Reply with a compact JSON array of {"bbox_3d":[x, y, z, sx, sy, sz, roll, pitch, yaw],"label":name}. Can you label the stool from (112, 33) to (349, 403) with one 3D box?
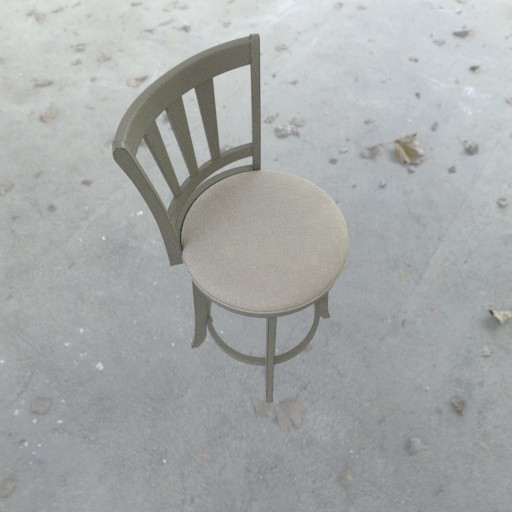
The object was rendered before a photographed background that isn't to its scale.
[{"bbox_3d":[0.000,0.000,1.251,0.486,0.994,0.450,31,63,18],"label":"stool"}]
